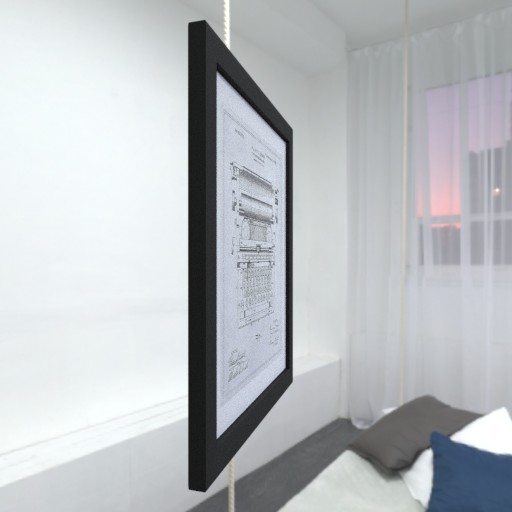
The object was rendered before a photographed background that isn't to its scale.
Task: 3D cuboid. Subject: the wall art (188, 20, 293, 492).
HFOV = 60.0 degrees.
[{"bbox_3d":[0.000,0.000,0.685,0.021,0.508,0.432,0,0,17],"label":"wall art"}]
